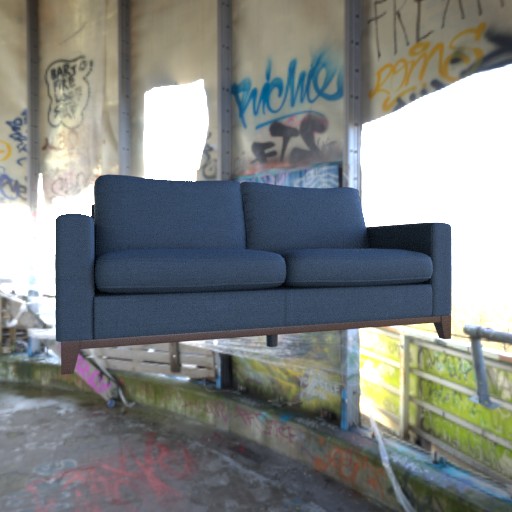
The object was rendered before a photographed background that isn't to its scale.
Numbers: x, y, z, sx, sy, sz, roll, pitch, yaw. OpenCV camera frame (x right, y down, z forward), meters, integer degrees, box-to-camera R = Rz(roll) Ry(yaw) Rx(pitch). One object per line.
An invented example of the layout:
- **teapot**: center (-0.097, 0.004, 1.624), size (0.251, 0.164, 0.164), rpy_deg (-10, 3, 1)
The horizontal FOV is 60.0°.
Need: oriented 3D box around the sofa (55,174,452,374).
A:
- **sofa**: center (0.000, 0.000, 2.357), size (1.900, 0.865, 0.877), rpy_deg (0, 1, -20)
